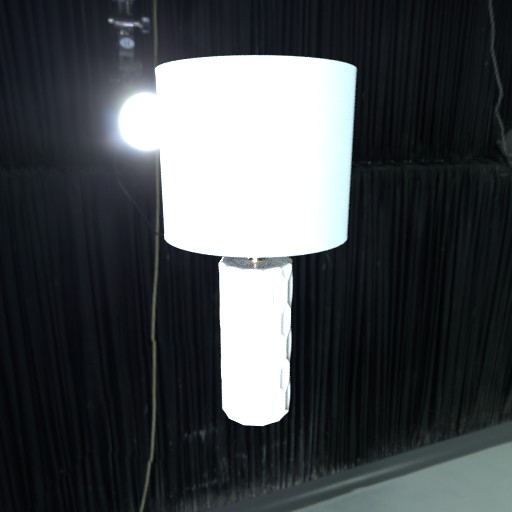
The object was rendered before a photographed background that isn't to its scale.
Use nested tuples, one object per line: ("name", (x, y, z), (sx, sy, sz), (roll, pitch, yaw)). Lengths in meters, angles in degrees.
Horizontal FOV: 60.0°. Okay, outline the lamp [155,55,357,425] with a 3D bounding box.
("lamp", (0.000, 0.000, 0.692), (0.277, 0.534, 0.277), (-7, 17, -25))
